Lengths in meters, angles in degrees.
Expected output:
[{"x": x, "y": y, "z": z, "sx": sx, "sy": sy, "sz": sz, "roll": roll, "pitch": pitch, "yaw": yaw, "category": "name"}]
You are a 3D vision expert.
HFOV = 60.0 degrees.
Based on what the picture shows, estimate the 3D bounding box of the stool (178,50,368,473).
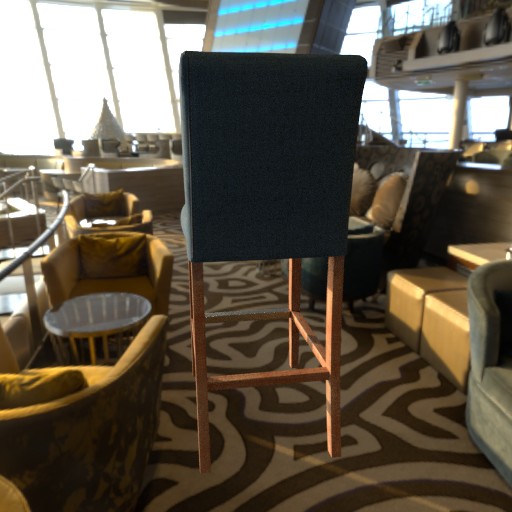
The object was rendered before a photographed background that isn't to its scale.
[{"x": 0.000, "y": 0.000, "z": 1.382, "sx": 0.454, "sy": 1.088, "sz": 0.574, "roll": -3, "pitch": 16, "yaw": -9, "category": "stool"}]
